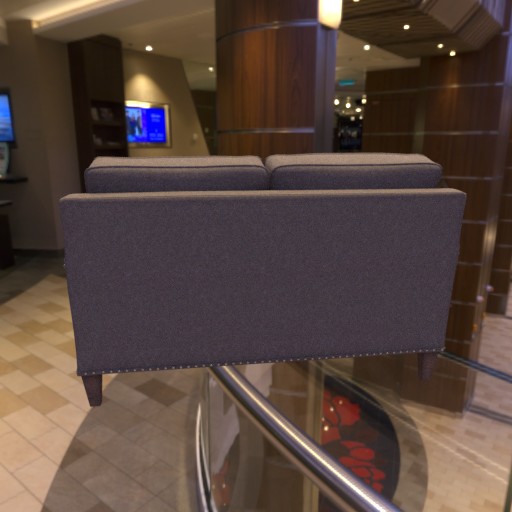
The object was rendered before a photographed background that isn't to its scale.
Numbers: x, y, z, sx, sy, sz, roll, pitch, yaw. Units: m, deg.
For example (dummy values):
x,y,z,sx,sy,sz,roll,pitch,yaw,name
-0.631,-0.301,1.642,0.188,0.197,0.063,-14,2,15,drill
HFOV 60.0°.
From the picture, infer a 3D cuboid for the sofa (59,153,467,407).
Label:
x,y,z,sx,sy,sz,roll,pitch,yaw,name
0.000,0.000,2.195,1.597,1.003,1.084,-2,14,-8,sofa
